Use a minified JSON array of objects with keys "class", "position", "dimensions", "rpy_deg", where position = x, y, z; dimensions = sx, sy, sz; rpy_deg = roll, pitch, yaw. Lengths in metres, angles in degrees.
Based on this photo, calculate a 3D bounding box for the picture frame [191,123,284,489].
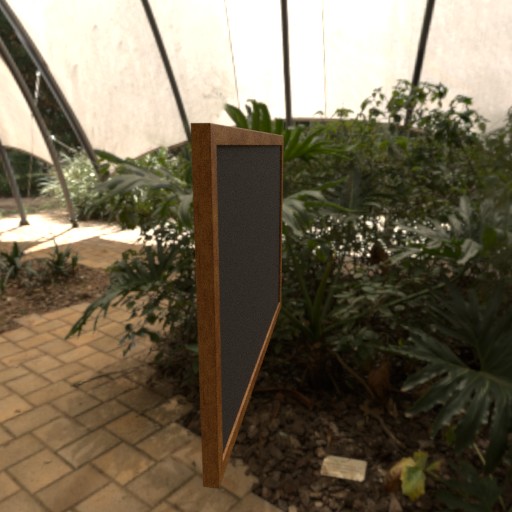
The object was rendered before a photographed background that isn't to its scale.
[{"class":"picture frame","position":[0.000,0.000,1.152],"dimensions":[0.029,0.621,0.922],"rpy_deg":[2,14,10]}]
